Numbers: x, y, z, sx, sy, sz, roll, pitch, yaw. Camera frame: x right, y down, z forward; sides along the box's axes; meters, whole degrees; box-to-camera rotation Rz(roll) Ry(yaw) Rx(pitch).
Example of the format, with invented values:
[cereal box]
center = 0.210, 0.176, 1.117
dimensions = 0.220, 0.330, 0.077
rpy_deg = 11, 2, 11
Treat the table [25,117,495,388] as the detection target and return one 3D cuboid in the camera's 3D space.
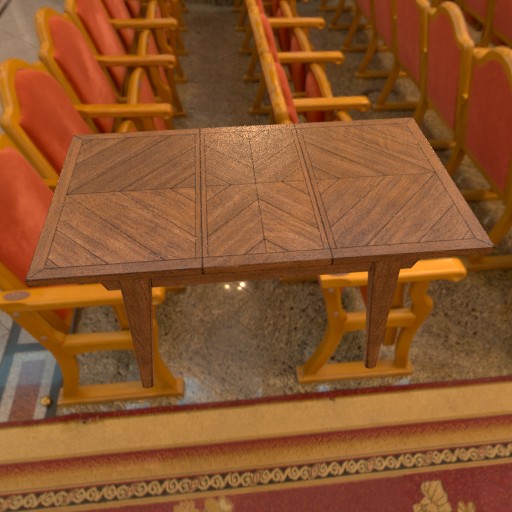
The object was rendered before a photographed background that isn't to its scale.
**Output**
[table]
center = 0.000, 0.000, 1.846
dimensions = 1.400, 0.760, 0.757
rpy_deg = -4, 48, -4
